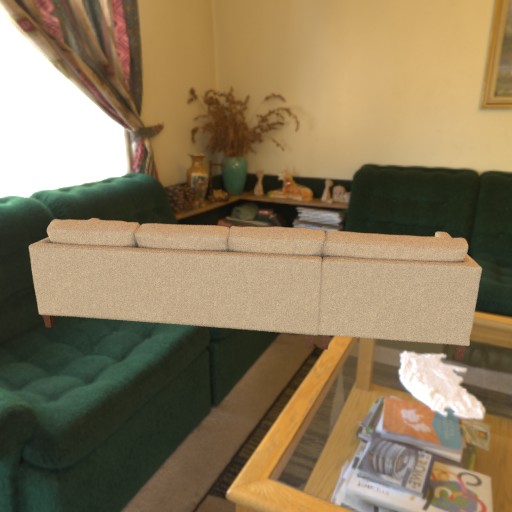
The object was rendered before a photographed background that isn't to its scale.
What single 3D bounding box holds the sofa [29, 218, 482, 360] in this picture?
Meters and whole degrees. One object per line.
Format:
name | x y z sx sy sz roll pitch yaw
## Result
sofa | 0.000 0.000 3.879 3.186 0.846 1.625 3 18 9
